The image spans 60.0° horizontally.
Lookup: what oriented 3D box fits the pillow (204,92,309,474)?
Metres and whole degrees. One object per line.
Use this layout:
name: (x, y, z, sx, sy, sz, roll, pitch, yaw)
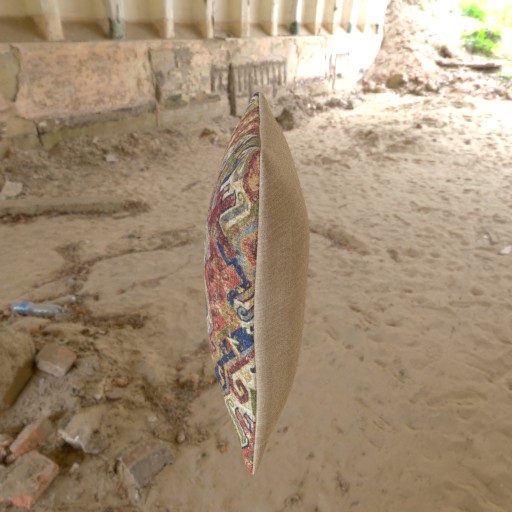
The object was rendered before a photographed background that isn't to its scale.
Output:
pillow: (0.000, 0.000, 0.802, 0.166, 0.506, 0.523, 0, 27, 0)
